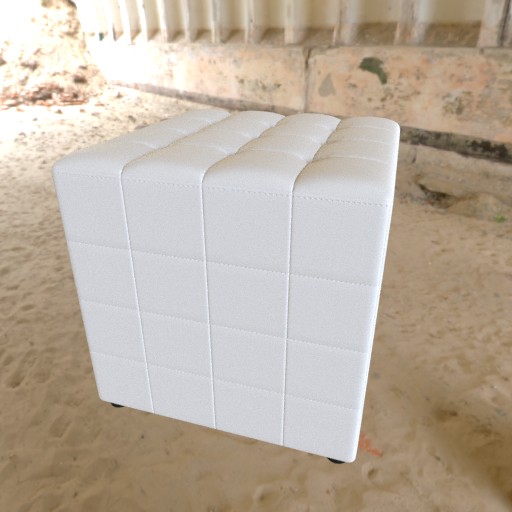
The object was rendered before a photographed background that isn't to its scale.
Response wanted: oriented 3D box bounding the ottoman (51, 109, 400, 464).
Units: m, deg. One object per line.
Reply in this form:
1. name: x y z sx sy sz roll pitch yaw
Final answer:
1. ottoman: 0.000 0.000 0.777 0.425 0.432 0.425 8 28 15
